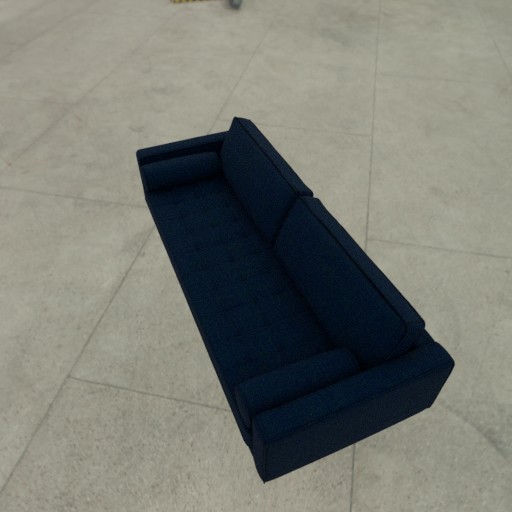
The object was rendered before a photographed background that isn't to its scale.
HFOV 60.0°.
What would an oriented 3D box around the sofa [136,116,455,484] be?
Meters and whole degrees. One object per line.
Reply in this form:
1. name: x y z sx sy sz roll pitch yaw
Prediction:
1. sofa: 0.000 0.000 2.586 0.914 0.762 2.210 -17 47 -16
